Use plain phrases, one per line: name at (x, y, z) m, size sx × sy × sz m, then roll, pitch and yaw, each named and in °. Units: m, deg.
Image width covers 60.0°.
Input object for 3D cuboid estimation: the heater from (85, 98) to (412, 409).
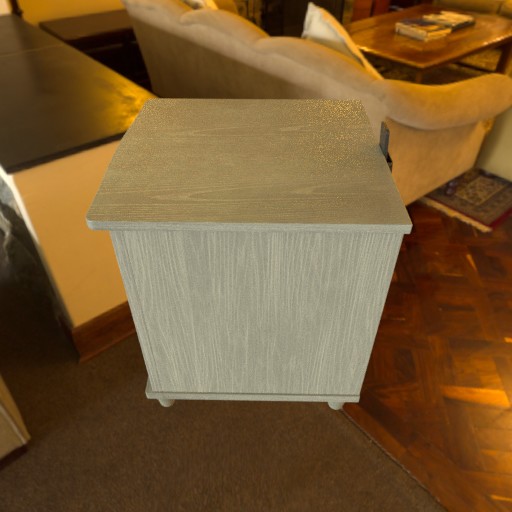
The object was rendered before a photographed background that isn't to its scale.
heater at (0.000, 0.000, 0.771) m, size 0.400 × 0.481 × 0.362 m, roll 1°, pitch 41°, yaw 1°
